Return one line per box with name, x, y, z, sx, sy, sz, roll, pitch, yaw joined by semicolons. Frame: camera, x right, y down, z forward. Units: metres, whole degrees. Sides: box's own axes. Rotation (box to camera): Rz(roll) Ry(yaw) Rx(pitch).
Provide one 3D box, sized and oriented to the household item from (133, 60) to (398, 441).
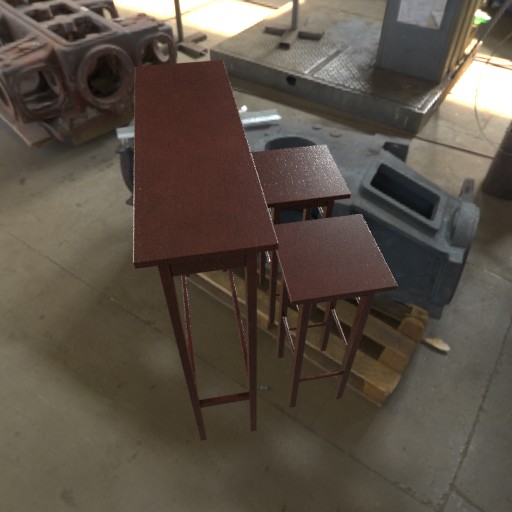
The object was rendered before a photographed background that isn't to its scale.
household item;0.000;0.000;1.644;0.676;1.067;0.914;-8;48;-7
